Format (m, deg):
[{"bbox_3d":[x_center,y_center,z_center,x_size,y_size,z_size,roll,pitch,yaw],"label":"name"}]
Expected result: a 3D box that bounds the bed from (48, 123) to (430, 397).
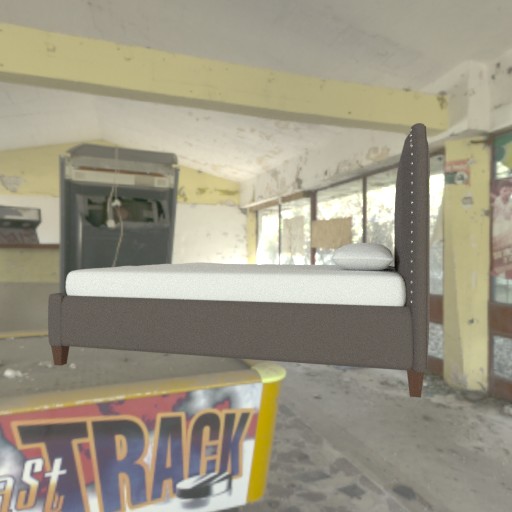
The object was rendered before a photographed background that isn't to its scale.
[{"bbox_3d":[0.000,0.000,3.379,2.372,1.443,1.713,0,0,17],"label":"bed"}]
